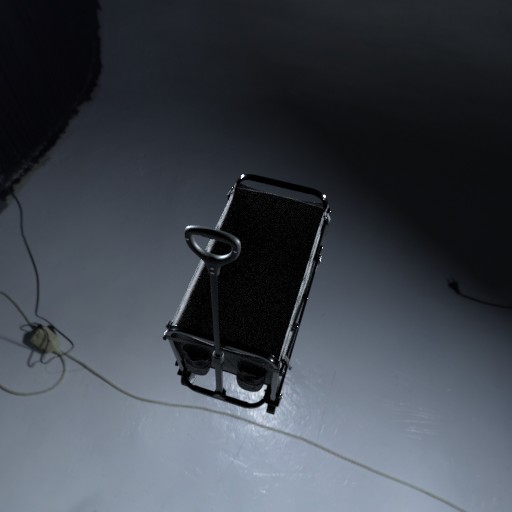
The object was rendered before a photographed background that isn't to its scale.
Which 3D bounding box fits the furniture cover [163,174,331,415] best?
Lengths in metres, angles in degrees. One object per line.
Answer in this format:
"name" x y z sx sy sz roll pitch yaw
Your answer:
"furniture cover" 0.000 0.000 1.863 0.532 1.295 1.038 15 57 10
